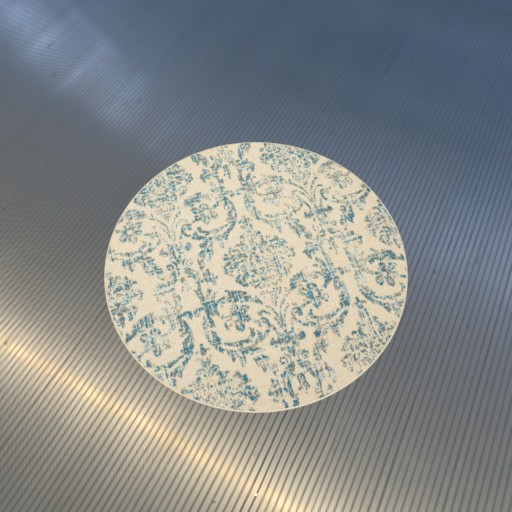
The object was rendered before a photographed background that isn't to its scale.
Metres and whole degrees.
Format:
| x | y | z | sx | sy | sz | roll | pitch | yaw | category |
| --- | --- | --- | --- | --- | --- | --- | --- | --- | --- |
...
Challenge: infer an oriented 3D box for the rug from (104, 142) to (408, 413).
| x | y | z | sx | sy | sz | roll | pitch | yaw | category |
| --- | --- | --- | --- | --- | --- | --- | --- | --- | --- |
| 0.000 | 0.000 | 2.355 | 1.593 | 0.012 | 1.593 | 0 | 62 | 0 | rug |
